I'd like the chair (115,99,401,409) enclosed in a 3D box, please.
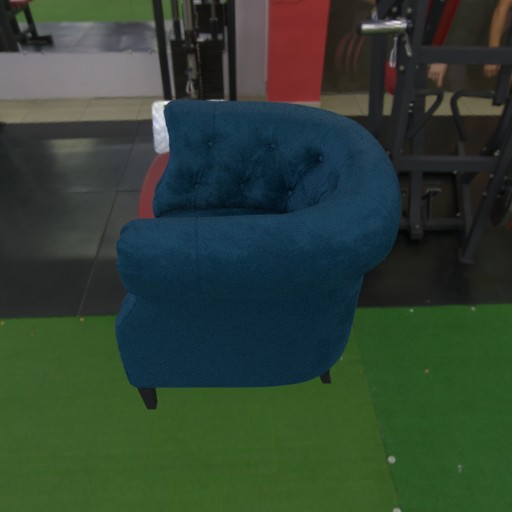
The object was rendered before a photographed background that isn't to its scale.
[{"bbox_3d":[0.000,0.000,1.572,0.851,0.826,0.904,0,42,0],"label":"chair"}]
